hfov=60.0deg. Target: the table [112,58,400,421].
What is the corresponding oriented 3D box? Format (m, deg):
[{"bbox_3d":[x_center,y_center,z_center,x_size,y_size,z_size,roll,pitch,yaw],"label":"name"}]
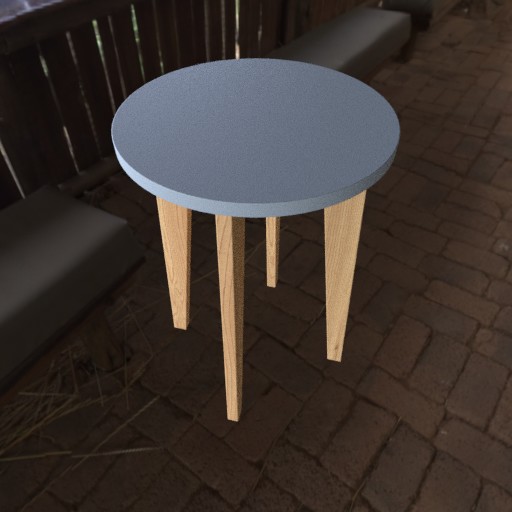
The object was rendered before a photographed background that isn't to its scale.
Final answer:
[{"bbox_3d":[0.000,0.000,0.729,0.350,0.500,0.350,0,45,0],"label":"table"}]
